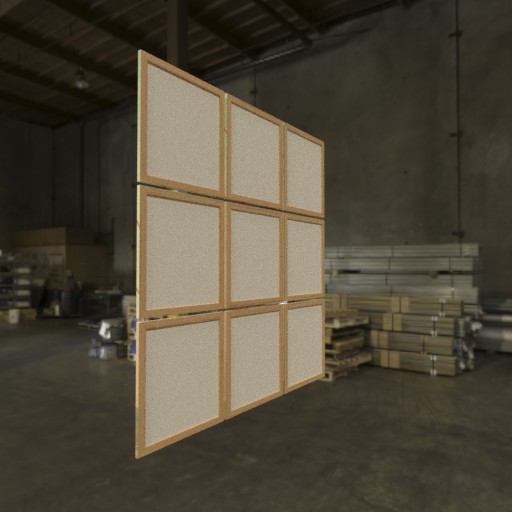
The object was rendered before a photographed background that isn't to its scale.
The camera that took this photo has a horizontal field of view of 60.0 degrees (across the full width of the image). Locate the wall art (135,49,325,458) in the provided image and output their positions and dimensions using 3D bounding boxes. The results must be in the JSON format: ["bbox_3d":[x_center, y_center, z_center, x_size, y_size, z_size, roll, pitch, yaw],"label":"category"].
[{"bbox_3d":[0.000,0.000,1.817,0.013,1.219,1.214,-1,-2,35],"label":"wall art"}]
